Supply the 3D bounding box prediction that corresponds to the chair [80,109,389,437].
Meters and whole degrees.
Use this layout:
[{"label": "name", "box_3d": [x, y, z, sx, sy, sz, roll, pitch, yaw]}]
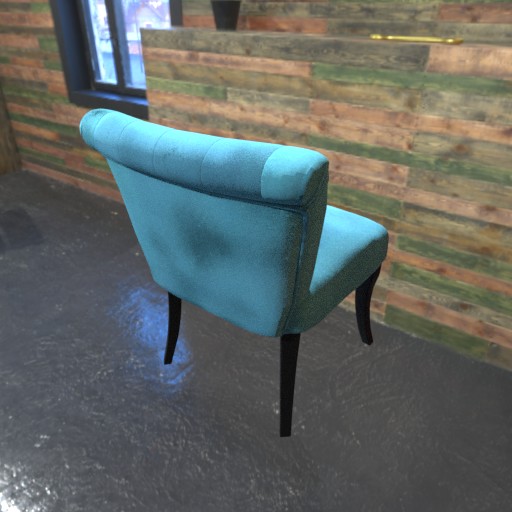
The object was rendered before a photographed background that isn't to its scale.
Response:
[{"label": "chair", "box_3d": [0.000, 0.000, 1.149, 0.582, 0.750, 0.605, 20, 36, 31]}]
